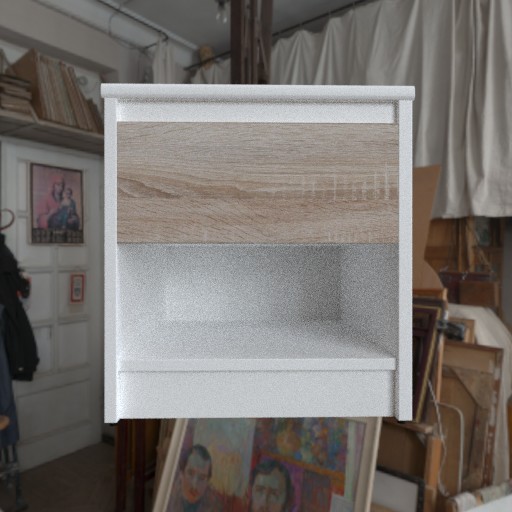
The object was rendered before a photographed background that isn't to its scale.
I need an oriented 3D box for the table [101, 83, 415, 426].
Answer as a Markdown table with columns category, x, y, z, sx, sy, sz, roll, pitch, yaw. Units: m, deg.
| category | x | y | z | sx | sy | sz | roll | pitch | yaw |
| --- | --- | --- | --- | --- | --- | --- | --- | --- | --- |
| table | 0.000 | 0.000 | 0.782 | 0.420 | 0.460 | 0.380 | 0 | 0 | -1 |
